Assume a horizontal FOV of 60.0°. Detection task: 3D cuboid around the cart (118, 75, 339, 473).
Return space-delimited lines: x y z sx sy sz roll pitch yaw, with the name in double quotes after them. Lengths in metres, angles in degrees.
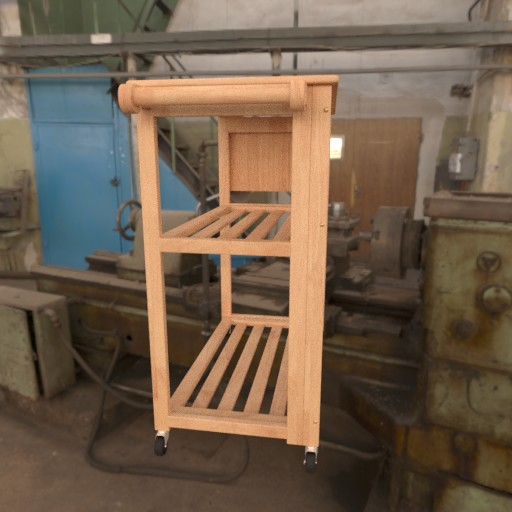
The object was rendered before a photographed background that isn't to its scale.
0.000 0.000 1.300 0.432 0.879 0.853 2 13 9 "cart"
